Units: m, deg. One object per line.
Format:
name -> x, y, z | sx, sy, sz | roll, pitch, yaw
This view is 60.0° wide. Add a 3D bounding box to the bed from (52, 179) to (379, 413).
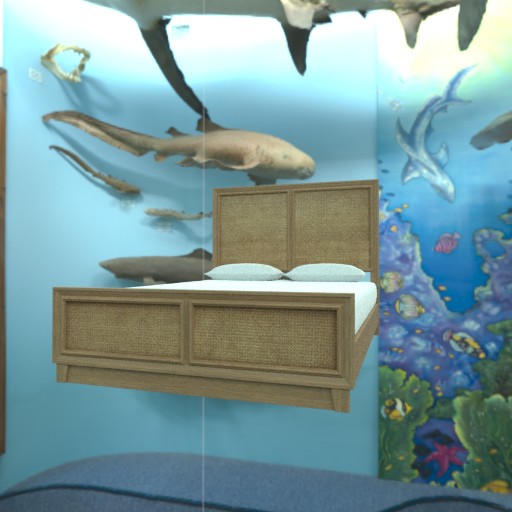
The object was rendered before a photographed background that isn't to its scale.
bed -> 0.000, 0.000, 3.195 | 1.606, 1.387, 2.184 | 0, -1, 18
